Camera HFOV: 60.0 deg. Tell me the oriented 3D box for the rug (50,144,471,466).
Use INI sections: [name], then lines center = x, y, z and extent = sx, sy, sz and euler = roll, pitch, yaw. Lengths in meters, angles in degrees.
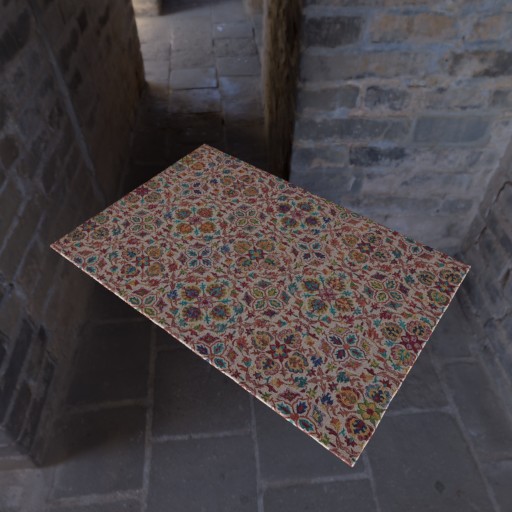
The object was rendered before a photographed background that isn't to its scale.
[rug]
center = 0.000, 0.000, 2.904
extent = 2.297, 0.018, 1.541
euler = 29, 54, 25
